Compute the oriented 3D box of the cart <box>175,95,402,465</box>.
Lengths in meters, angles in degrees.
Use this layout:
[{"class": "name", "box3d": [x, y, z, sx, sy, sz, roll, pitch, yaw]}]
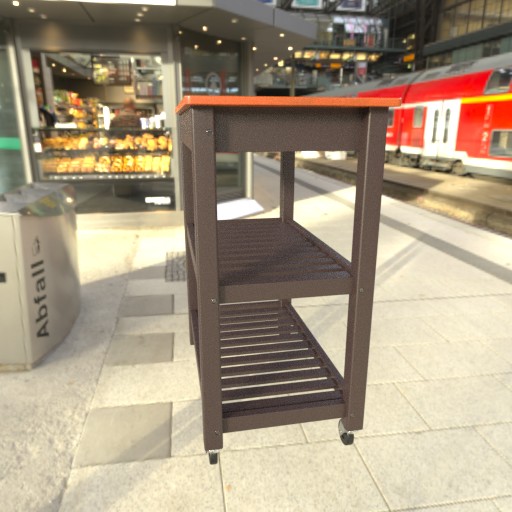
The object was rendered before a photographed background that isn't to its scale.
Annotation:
[{"class": "cart", "box3d": [0.000, 0.000, 1.443, 0.457, 0.927, 0.899, -3, 17, -11]}]
